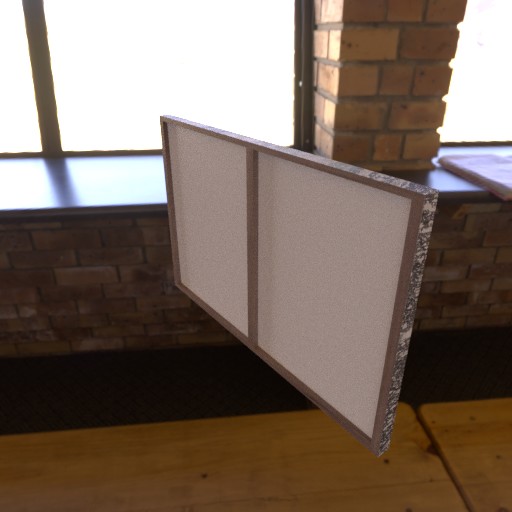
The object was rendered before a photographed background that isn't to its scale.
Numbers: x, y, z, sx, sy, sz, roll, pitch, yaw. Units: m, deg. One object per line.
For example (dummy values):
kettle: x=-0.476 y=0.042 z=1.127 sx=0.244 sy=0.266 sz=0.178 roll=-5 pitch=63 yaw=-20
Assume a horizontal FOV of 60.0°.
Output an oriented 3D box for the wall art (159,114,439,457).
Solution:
wall art: x=0.000 y=0.000 z=1.162 sx=0.038 sy=0.598 sz=0.919 roll=-19 pitch=33 yaw=-33
